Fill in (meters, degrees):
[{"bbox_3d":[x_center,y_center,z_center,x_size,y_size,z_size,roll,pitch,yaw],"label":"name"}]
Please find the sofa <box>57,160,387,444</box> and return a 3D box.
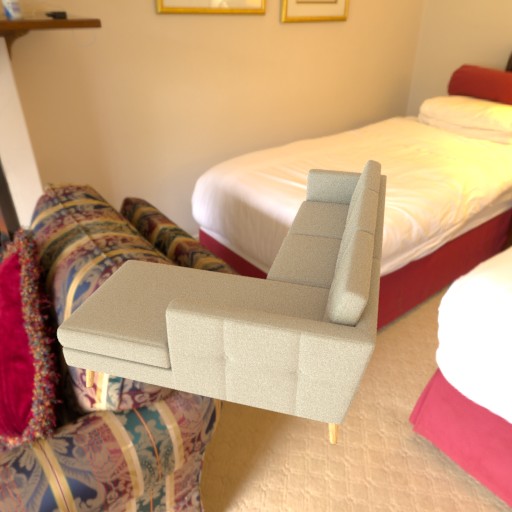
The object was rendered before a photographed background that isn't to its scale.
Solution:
[{"bbox_3d":[0.000,0.000,2.880,1.530,0.860,2.040,8,31,13],"label":"sofa"}]
